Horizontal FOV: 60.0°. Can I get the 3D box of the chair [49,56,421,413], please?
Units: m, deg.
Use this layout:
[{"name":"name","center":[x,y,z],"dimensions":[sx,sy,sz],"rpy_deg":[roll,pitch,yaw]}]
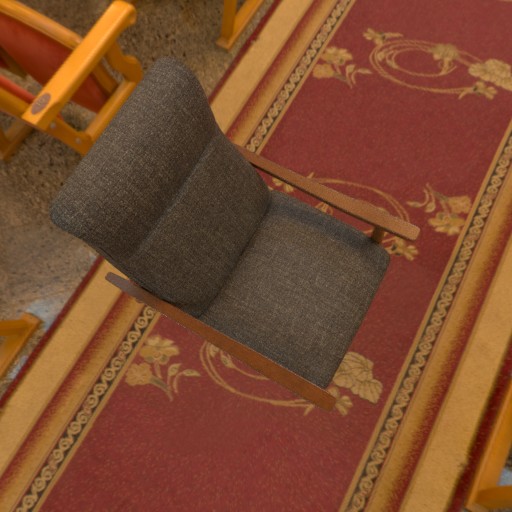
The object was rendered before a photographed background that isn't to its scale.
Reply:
[{"name":"chair","center":[0.000,0.000,1.734],"dimensions":[1.014,1.082,0.762],"rpy_deg":[29,76,8]}]
